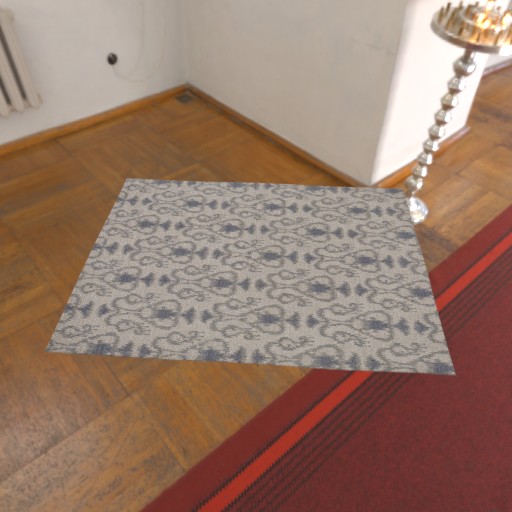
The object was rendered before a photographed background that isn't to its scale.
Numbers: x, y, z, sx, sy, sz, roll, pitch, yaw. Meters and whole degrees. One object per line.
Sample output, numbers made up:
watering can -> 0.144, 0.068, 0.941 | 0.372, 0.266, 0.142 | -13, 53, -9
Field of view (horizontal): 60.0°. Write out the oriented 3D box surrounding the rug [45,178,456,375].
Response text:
rug -> 0.000, 0.000, 3.009 | 2.261, 0.013, 1.676 | 3, 45, 3
